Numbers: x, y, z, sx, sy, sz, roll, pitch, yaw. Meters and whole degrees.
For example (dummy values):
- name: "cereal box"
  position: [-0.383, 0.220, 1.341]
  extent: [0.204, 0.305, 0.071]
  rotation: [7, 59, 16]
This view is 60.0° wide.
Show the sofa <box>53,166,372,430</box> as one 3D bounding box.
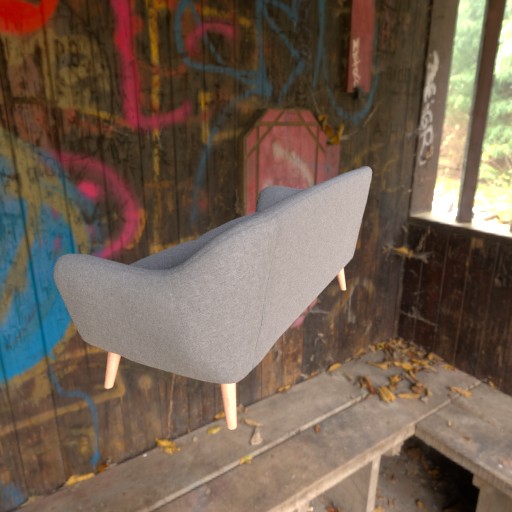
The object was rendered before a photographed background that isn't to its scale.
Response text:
- name: "sofa"
  position: [0.000, 0.000, 2.256]
  extent: [0.820, 0.820, 1.840]
  rotation: [9, 20, 25]
